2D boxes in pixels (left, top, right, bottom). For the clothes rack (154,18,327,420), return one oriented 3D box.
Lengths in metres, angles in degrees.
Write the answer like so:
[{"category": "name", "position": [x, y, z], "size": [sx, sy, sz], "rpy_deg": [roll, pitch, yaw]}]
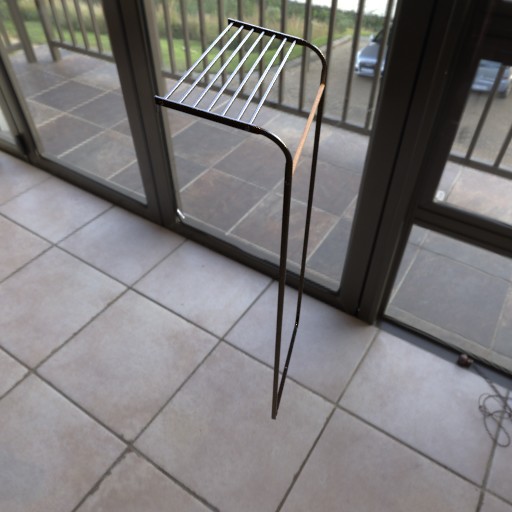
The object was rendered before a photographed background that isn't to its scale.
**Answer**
[{"category": "clothes rack", "position": [0.000, 0.000, 1.797], "size": [0.349, 1.574, 0.609], "rpy_deg": [10, 46, 10]}]
